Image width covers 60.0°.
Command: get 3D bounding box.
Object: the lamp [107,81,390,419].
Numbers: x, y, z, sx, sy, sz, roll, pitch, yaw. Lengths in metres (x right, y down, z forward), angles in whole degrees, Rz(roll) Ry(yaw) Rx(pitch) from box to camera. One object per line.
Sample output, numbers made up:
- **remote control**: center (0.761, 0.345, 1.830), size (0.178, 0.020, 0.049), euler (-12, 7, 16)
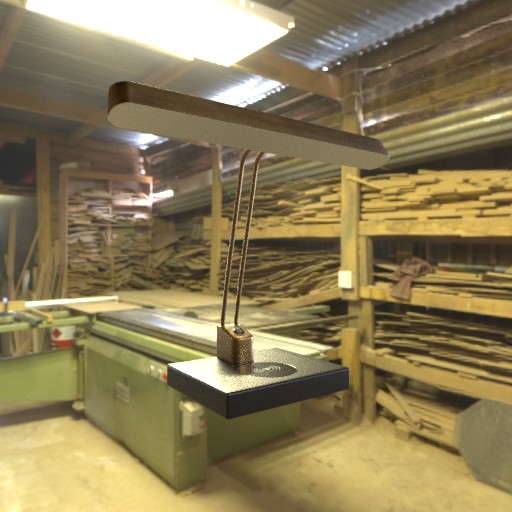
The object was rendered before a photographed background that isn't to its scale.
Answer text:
- **lamp**: center (0.000, 0.000, 0.583), size (0.412, 0.345, 0.156), euler (0, 0, -35)
